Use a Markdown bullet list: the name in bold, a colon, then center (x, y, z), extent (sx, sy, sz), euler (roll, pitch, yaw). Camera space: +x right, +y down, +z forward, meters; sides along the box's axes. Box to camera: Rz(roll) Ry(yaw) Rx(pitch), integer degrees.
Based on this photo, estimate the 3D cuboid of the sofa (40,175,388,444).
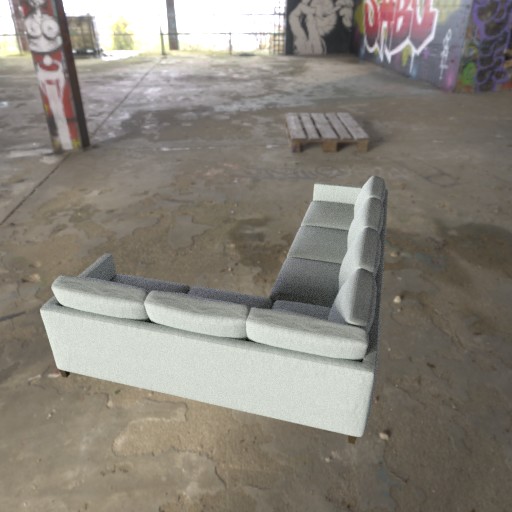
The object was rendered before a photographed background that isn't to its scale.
- **sofa**: center (0.000, 0.000, 4.530), extent (2.522, 0.934, 3.333), euler (8, 30, 14)
